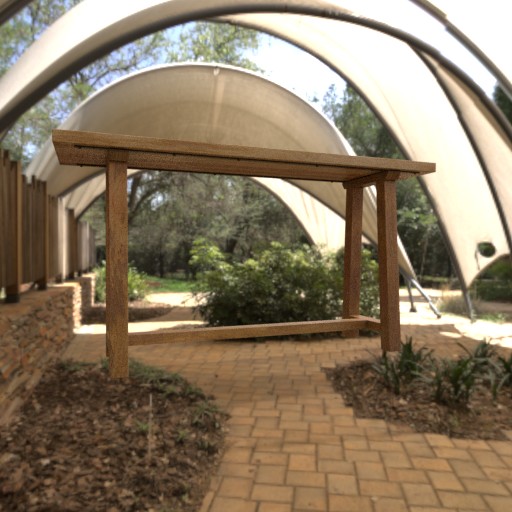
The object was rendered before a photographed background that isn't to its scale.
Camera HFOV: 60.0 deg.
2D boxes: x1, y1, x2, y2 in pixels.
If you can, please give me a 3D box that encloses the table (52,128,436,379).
[{"bbox_3d":[0.000,0.000,1.856,1.524,0.810,0.405,0,1,-21],"label":"table"}]
